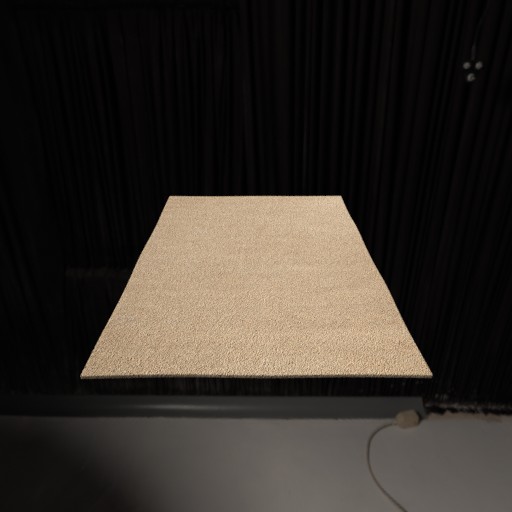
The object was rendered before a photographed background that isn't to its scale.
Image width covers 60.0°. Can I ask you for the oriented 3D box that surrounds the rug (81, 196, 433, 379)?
[{"bbox_3d":[0.000,0.000,3.464,1.800,0.025,2.699,0,27,0],"label":"rug"}]
